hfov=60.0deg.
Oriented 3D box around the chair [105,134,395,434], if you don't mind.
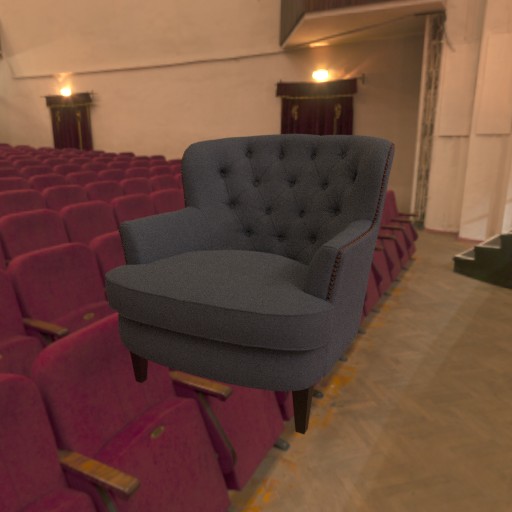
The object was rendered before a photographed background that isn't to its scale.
[{"bbox_3d":[0.000,0.000,1.605,0.848,0.868,0.906,7,16,27],"label":"chair"}]
